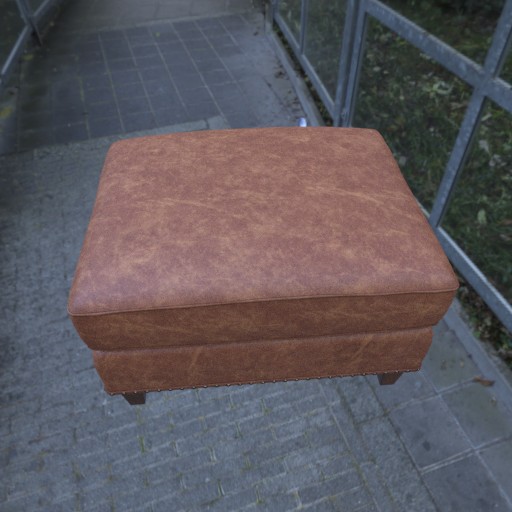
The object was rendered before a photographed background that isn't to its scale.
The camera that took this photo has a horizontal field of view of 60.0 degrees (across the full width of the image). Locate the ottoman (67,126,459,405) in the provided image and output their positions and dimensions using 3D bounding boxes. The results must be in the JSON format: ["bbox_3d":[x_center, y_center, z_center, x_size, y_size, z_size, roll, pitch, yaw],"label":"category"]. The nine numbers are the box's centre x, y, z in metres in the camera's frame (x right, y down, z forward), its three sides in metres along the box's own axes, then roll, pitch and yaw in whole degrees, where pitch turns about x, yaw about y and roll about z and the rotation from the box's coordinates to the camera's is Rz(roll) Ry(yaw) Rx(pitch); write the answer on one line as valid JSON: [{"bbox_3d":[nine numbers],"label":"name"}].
[{"bbox_3d":[0.000,0.000,1.127,0.742,0.486,0.586,-3,46,-3],"label":"ottoman"}]
